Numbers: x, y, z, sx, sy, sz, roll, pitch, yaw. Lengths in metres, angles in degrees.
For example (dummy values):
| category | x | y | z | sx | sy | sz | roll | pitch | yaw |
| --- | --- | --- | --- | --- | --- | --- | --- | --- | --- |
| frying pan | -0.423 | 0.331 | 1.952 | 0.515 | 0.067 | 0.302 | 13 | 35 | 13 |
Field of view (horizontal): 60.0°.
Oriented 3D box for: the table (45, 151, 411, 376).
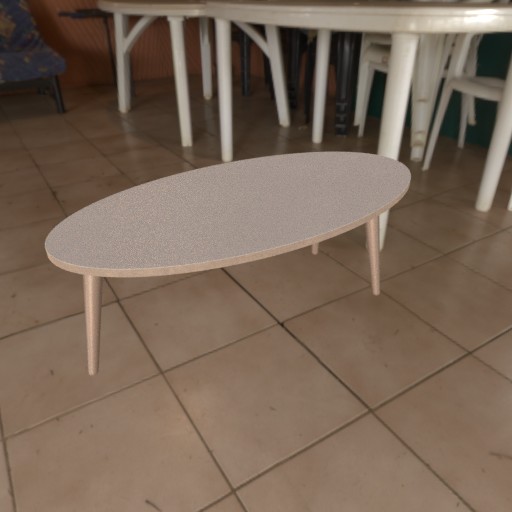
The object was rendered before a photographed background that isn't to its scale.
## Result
| category | x | y | z | sx | sy | sz | roll | pitch | yaw |
| --- | --- | --- | --- | --- | --- | --- | --- | --- | --- |
| table | 0.000 | 0.000 | 1.311 | 1.083 | 0.390 | 0.542 | -19 | 36 | -28 |
